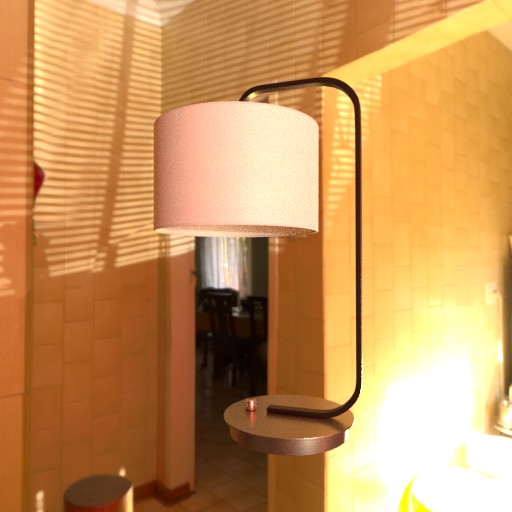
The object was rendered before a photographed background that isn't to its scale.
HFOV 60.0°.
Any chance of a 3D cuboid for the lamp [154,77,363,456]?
[{"bbox_3d":[0.000,0.000,0.618,0.288,0.473,0.230,0,-1,18],"label":"lamp"}]
